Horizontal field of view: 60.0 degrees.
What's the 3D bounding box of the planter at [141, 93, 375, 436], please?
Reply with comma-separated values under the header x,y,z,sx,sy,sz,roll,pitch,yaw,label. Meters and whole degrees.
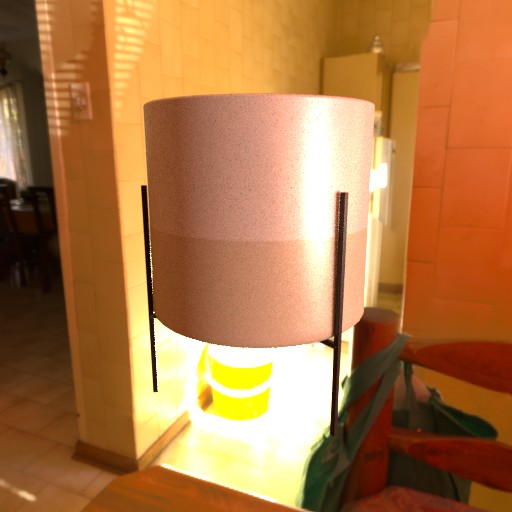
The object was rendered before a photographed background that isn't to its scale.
x,y,z,sx,sy,sz,roll,pitch,yaw,label
0.000,0.000,0.756,0.368,0.484,0.359,-2,14,-7,planter
